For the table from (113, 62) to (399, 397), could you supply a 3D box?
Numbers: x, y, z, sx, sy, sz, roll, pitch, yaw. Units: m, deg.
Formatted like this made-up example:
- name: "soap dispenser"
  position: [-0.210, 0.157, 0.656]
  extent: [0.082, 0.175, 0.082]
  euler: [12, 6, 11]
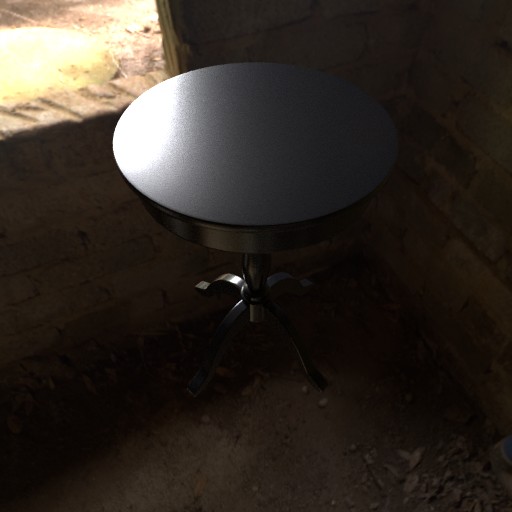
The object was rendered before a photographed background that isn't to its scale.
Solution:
- name: "table"
  position: [0.000, 0.000, 1.001]
  extent: [0.481, 0.665, 0.481]
  euler: [0, 49, 0]
